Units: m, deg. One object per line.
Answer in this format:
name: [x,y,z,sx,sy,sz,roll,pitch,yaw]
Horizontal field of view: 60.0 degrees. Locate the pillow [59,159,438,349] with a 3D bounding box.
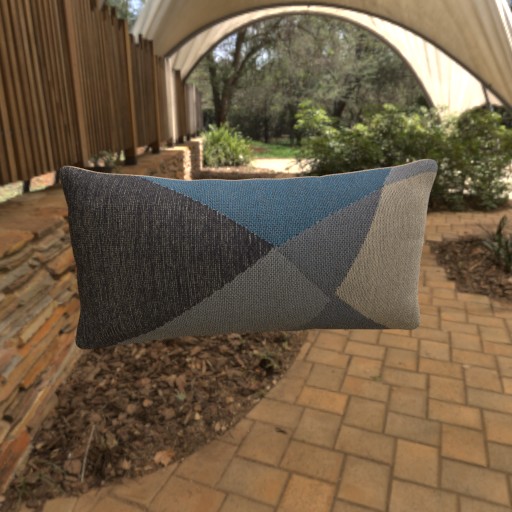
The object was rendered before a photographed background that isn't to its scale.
pillow: [0.000,0.000,0.733,0.604,0.307,0.148,-2,18,-7]
